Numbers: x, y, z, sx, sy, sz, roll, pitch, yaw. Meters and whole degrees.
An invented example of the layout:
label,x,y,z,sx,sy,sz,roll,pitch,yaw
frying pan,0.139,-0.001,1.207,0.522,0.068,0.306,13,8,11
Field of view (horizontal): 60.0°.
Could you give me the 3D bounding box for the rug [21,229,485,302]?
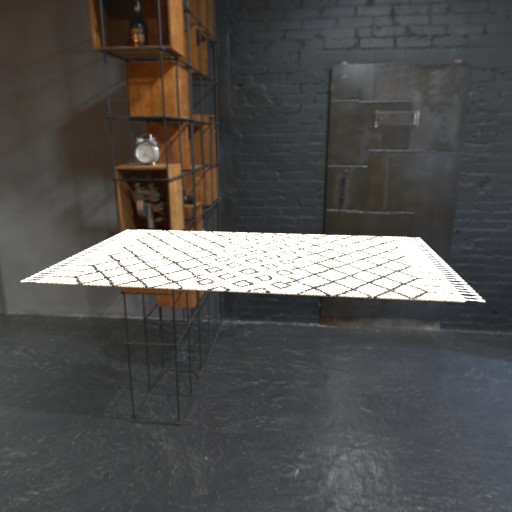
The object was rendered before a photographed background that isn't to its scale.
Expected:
label,x,y,z,sx,sy,sz,roll,pitch,yaw
rug,0.000,0.000,2.457,2.006,0.008,1.196,2,15,7
